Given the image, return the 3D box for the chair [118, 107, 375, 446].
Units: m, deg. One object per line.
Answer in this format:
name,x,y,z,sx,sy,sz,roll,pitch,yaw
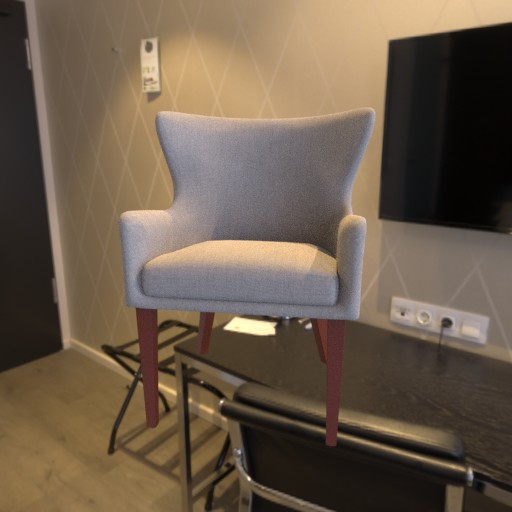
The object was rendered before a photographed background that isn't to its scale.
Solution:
chair,0.000,0.000,1.462,0.732,0.948,0.677,2,14,9
